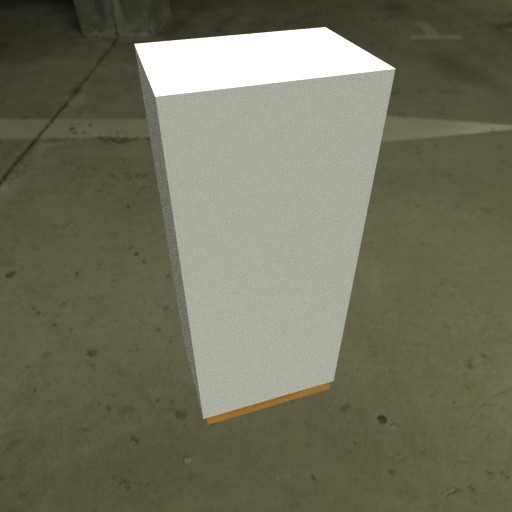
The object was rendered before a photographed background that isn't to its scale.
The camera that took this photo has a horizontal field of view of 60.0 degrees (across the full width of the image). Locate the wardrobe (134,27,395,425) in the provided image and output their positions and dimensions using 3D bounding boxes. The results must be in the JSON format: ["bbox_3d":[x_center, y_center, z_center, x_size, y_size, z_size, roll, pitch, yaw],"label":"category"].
[{"bbox_3d":[0.000,0.000,2.375,0.860,2.040,0.600,-12,42,-13],"label":"wardrobe"}]
